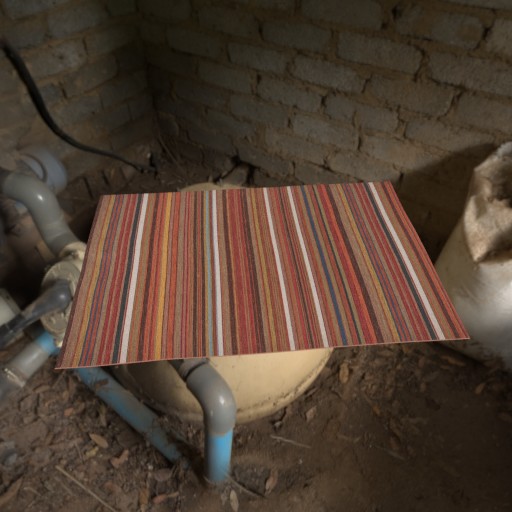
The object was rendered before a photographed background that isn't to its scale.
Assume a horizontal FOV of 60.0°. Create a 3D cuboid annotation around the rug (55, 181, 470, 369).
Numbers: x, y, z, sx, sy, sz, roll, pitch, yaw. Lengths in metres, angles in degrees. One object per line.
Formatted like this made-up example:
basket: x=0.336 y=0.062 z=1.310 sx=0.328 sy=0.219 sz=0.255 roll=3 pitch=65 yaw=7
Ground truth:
rug: x=0.000 y=0.000 z=2.361 sx=1.828 sy=0.007 sz=1.217 roll=-3 pitch=45 yaw=-3
